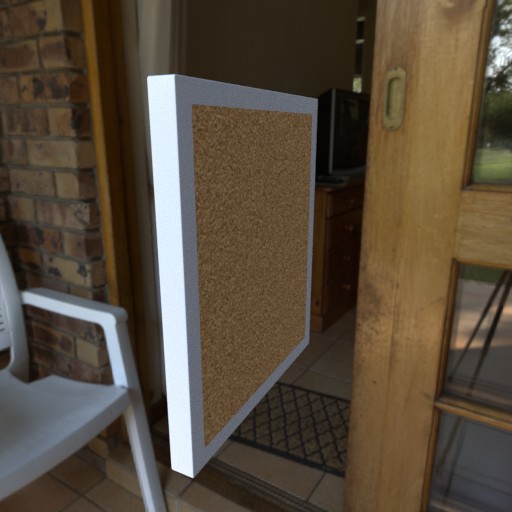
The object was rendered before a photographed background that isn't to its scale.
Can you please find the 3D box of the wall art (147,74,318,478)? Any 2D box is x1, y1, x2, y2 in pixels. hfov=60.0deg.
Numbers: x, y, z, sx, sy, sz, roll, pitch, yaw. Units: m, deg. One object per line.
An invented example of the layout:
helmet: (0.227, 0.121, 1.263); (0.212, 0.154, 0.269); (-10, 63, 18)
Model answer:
wall art: (0.000, 0.000, 0.543); (0.028, 0.381, 0.331); (8, 18, 26)
